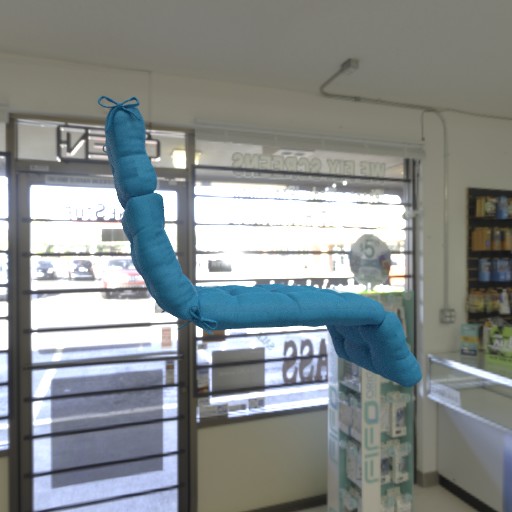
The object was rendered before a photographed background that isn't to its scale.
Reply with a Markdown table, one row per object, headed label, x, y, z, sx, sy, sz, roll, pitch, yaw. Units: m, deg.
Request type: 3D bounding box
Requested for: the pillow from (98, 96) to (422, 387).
| label | x | y | z | sx | sy | sz | roll | pitch | yaw |
| --- | --- | --- | --- | --- | --- | --- | --- | --- | --- |
| pillow | 0.000 | 0.000 | 1.534 | 1.016 | 0.863 | 0.526 | 0 | 0 | -17 |
